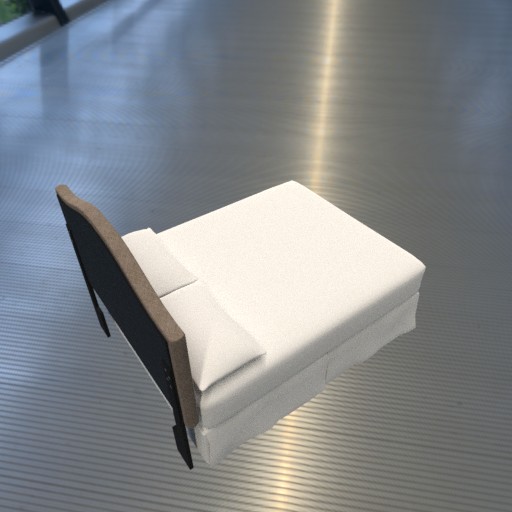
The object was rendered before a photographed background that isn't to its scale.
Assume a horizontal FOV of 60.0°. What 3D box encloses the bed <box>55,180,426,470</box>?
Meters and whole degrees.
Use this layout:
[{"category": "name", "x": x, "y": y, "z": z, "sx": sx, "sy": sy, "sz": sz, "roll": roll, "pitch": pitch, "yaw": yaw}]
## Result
[{"category": "bed", "x": 0.000, "y": 0.000, "z": 3.296, "sx": 2.153, "sy": 1.518, "sz": 1.713, "roll": -26, "pitch": 47, "yaw": -27}]
